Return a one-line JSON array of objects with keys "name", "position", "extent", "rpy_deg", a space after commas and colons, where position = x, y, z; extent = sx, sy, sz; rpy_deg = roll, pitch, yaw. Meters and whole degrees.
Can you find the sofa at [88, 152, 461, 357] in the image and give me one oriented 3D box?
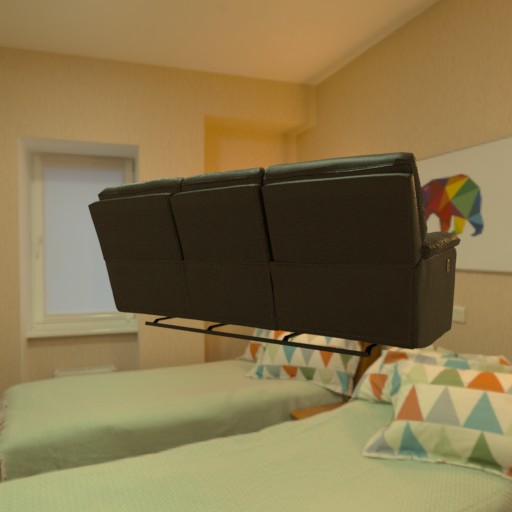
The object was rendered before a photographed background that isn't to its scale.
[{"name": "sofa", "position": [0.000, 0.000, 3.256], "extent": [2.627, 1.134, 1.104], "rpy_deg": [1, 1, 35]}]
